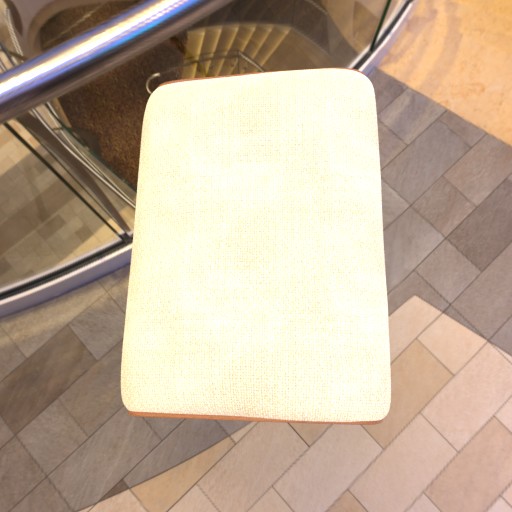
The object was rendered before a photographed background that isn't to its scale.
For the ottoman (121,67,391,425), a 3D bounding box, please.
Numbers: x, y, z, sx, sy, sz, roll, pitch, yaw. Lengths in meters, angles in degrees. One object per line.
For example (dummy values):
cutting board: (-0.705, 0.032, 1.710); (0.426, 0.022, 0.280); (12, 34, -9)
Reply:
ottoman: (0.000, 0.000, 0.787); (0.394, 0.391, 0.520); (1, 76, 0)
